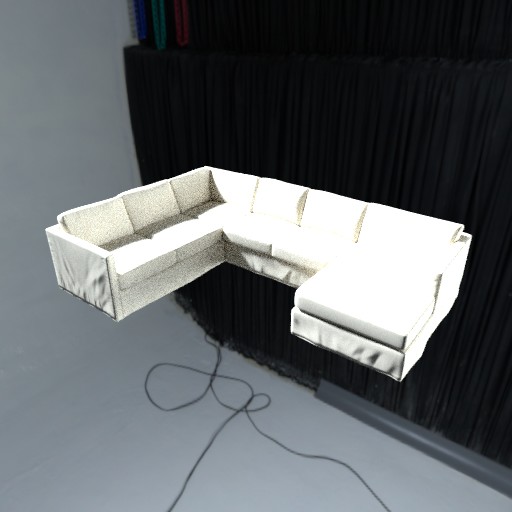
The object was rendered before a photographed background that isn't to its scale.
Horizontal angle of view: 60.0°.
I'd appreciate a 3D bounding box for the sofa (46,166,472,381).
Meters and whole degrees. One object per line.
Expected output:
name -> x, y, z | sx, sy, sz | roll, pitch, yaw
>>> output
sofa -> 0.000, 0.000, 4.444 | 3.460, 0.882, 2.427 | 19, 33, 33
